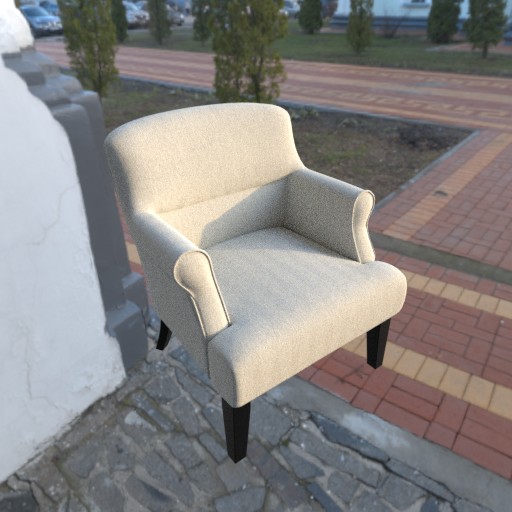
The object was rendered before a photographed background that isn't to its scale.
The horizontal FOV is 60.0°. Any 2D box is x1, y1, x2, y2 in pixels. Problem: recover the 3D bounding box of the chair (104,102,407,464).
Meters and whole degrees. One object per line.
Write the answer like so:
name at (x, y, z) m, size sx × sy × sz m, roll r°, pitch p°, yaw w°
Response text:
chair at (0.000, 0.000, 1.509) m, size 0.781 × 0.875 × 0.750 m, roll -21°, pitch 36°, yaw -32°
